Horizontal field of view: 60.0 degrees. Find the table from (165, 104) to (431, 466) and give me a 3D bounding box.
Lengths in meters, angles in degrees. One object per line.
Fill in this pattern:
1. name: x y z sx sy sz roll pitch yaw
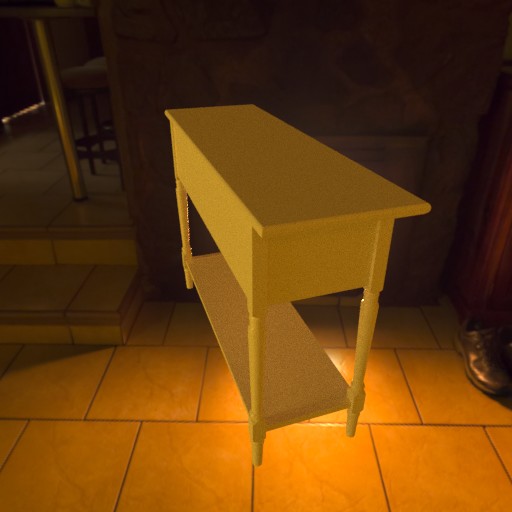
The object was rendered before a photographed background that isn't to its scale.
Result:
1. table: 0.000 0.000 1.575 0.386 0.814 1.191 -9 30 -16
